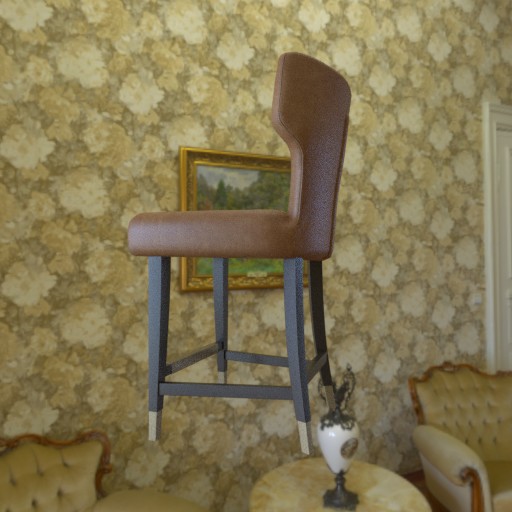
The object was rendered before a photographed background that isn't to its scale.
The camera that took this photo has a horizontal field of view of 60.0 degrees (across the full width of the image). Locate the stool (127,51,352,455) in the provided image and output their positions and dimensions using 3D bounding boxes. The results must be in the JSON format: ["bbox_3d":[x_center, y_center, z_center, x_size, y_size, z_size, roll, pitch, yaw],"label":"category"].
[{"bbox_3d":[0.000,0.000,1.335,0.563,0.982,0.526,0,-1,19],"label":"stool"}]
